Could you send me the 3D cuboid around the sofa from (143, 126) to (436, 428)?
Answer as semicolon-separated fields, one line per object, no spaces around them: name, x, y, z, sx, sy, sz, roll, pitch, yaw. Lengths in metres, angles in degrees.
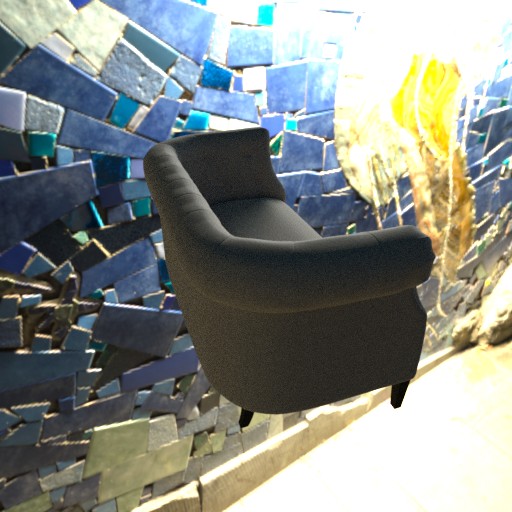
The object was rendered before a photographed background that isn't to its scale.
sofa;0.000;0.000;2.045;0.835;0.827;1.558;-10;31;-17
